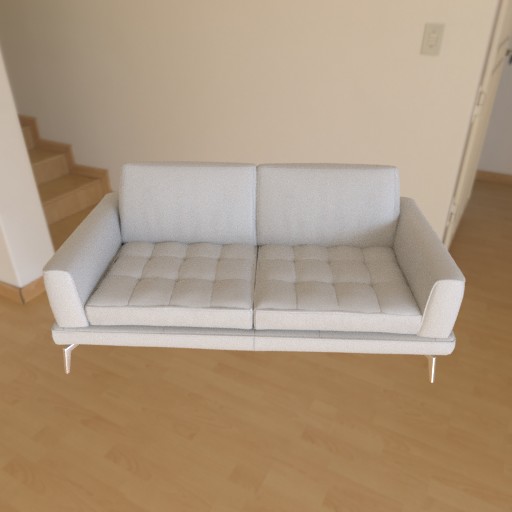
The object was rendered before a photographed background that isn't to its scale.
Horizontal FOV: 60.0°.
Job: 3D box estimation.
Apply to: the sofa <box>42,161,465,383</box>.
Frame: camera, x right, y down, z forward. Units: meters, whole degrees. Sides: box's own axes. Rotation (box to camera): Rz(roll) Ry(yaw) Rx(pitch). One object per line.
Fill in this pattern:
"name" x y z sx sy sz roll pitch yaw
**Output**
"sofa" 0.000 0.000 2.690 2.177 0.930 1.121 1 30 2
